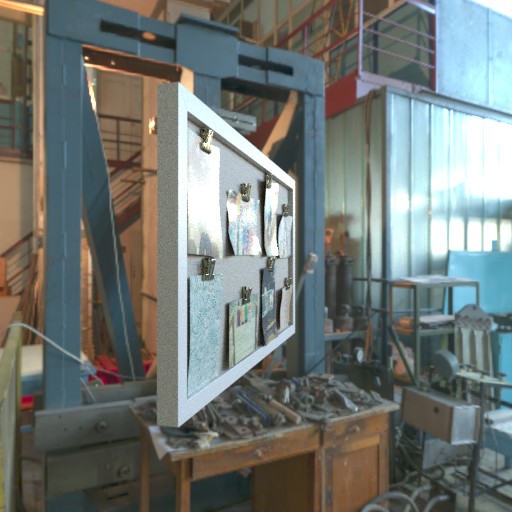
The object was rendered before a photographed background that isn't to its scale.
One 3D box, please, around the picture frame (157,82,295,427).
[{"bbox_3d":[0.000,0.000,0.795,0.044,0.379,0.647,0,0,16],"label":"picture frame"}]
